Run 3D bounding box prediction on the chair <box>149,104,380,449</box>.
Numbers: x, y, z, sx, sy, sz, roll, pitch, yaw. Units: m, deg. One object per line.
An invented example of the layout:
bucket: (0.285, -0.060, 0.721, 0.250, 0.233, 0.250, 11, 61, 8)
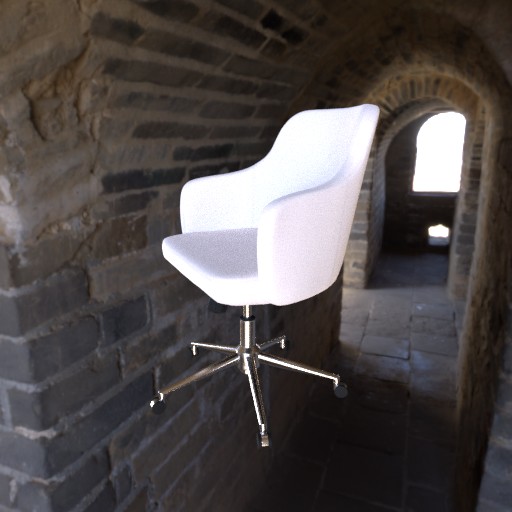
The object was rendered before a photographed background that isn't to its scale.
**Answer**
chair: (0.000, 0.000, 1.259, 0.647, 0.819, 0.602, -7, 16, -26)
